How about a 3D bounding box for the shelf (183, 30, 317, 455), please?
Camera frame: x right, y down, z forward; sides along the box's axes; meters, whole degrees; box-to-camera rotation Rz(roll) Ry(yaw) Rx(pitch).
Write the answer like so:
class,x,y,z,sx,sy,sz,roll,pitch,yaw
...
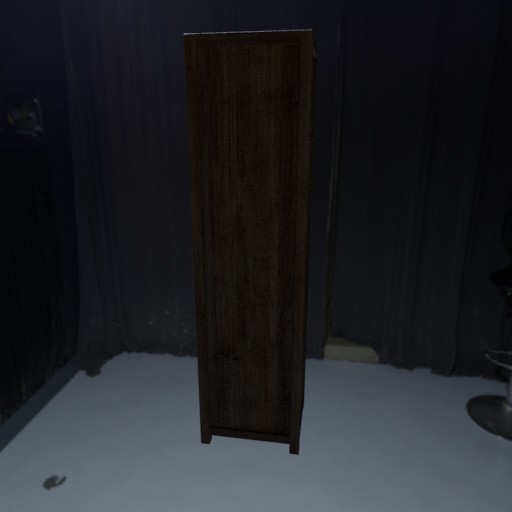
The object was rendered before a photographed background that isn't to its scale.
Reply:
class,x,y,z,sx,sy,sz,roll,pitch,yaw
shelf,0.000,0.000,2.154,0.500,1.900,0.428,3,17,9
